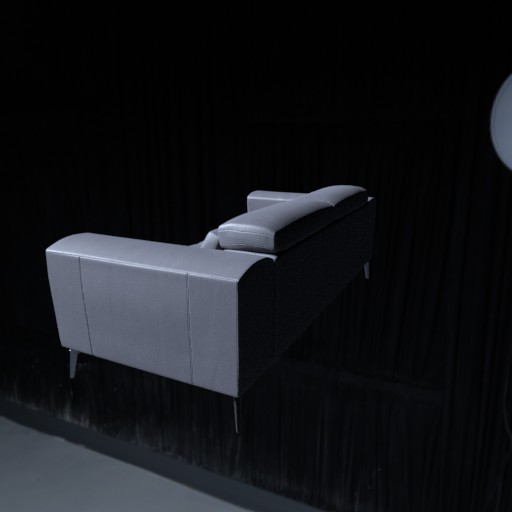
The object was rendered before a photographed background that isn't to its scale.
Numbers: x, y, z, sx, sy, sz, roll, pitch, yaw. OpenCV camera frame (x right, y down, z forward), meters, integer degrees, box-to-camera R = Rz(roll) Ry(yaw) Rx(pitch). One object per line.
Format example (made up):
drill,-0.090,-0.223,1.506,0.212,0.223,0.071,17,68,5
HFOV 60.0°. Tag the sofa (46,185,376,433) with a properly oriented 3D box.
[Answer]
sofa,0.000,0.000,2.866,1.048,0.814,2.330,8,17,26
